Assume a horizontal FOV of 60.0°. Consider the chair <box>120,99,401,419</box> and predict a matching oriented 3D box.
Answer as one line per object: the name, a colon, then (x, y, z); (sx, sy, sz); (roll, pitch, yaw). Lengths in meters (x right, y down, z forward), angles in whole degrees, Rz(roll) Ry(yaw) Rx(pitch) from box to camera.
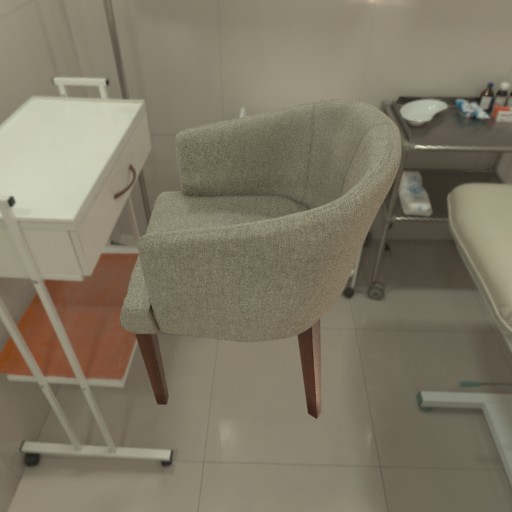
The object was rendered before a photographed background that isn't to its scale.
chair: (0.000, 0.000, 1.278); (0.655, 0.811, 0.583); (1, 41, 1)
